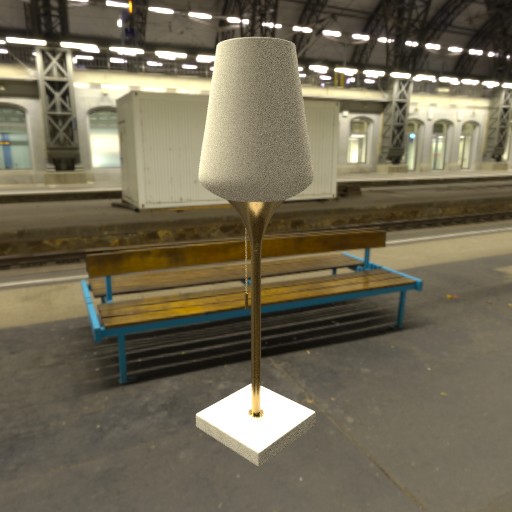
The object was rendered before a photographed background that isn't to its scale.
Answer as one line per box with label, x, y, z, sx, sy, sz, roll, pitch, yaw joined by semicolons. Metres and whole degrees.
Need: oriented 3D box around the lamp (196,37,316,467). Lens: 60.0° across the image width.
lamp;0.000;0.000;0.732;0.181;0.639;0.181;12;18;41
